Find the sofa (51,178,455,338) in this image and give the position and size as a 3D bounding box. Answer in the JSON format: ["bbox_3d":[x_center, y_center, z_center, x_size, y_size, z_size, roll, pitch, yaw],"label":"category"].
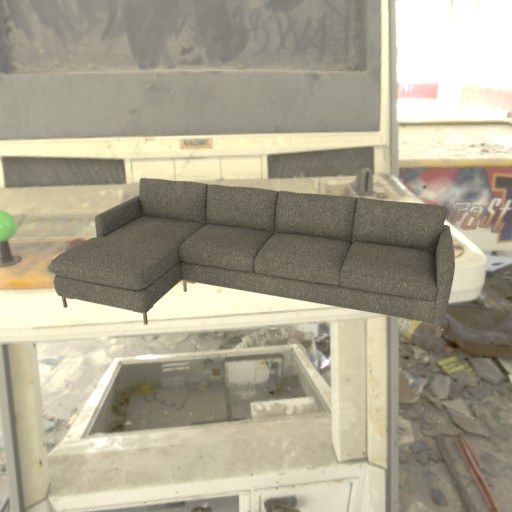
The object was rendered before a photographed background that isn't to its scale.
[{"bbox_3d":[0.000,0.000,3.538,2.932,0.810,1.350,8,25,18],"label":"sofa"}]
